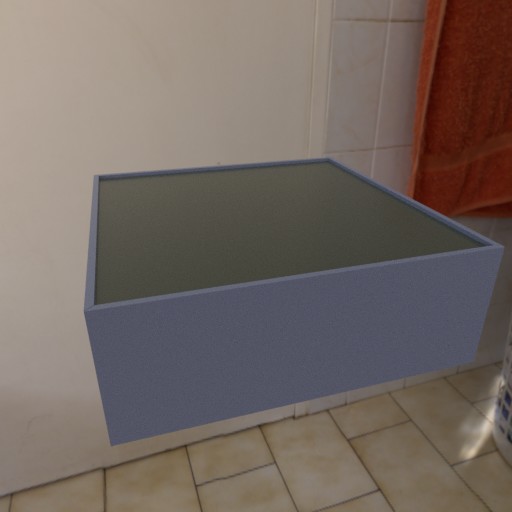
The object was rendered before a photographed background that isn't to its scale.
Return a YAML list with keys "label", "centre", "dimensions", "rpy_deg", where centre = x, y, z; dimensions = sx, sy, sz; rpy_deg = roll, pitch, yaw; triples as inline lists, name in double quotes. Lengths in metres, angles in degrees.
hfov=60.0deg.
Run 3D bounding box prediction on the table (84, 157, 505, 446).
- label: "table"
  centre: [0.000, 0.000, 1.196]
  dimensions: [0.801, 0.299, 0.801]
  rpy_deg: [-8, 27, -15]
